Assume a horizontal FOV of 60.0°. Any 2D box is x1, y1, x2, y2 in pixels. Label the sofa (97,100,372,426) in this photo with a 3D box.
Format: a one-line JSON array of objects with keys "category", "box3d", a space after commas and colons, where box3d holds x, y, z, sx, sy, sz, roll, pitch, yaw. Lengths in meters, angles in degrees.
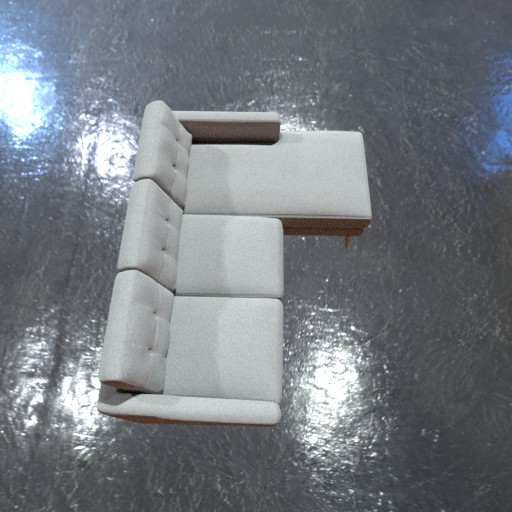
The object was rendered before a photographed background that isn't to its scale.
[{"category": "sofa", "box3d": [0.000, 0.000, 2.794, 1.530, 0.860, 2.040, 1, 64, 0]}]
